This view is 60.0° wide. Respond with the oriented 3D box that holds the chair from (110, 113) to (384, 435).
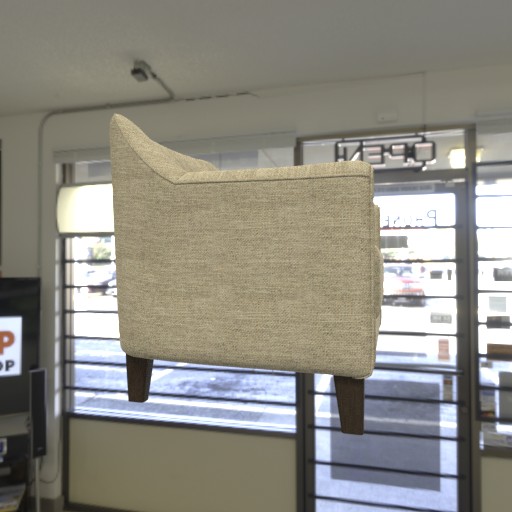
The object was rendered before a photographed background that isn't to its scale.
[{"bbox_3d":[0.000,0.000,1.382,0.758,0.761,0.796,0,-1,17],"label":"chair"}]
